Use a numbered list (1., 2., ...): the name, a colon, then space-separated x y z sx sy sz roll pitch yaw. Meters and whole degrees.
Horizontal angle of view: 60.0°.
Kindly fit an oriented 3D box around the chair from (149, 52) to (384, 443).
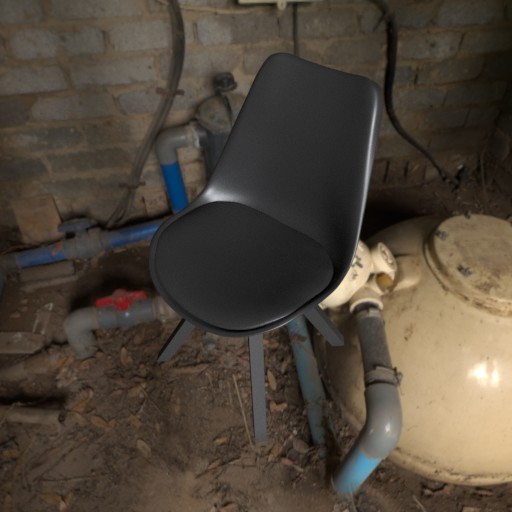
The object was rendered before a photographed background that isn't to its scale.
1. chair: 0.000 0.000 1.171 0.485 0.850 0.530 30 53 26
